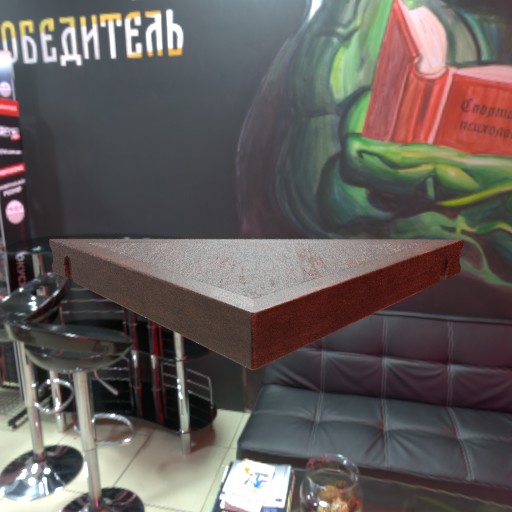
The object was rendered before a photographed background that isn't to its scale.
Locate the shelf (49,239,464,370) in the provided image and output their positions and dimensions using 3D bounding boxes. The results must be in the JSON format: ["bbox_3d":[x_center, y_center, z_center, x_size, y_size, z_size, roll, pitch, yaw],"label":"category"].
[{"bbox_3d":[0.000,0.000,0.451,0.296,0.035,0.296,-13,19,-43],"label":"shelf"}]
